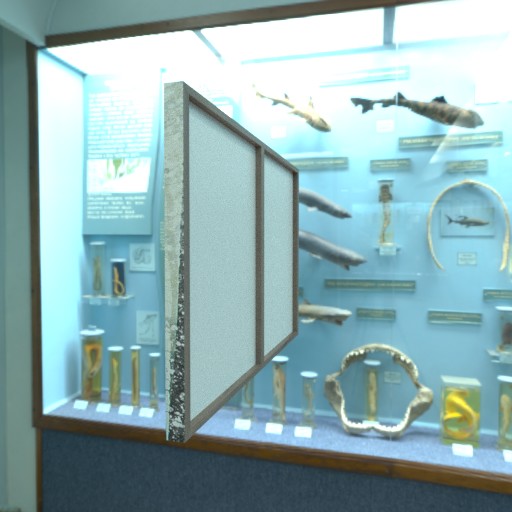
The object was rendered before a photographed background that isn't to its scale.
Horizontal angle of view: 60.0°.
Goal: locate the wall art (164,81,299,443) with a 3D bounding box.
[{"bbox_3d":[0.000,0.000,1.175,0.038,0.598,0.919,1,2,17],"label":"wall art"}]
